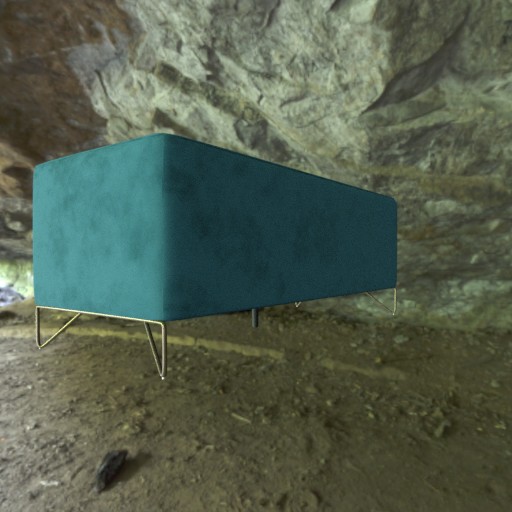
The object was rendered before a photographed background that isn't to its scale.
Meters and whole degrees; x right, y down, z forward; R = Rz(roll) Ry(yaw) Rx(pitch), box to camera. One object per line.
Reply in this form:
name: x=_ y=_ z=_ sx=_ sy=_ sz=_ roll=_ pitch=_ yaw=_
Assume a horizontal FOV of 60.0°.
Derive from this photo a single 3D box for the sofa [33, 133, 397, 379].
sofa: x=0.000 y=0.000 z=2.452 sx=0.867 sy=0.789 sz=2.087 roll=0 pitch=0 yaw=38
